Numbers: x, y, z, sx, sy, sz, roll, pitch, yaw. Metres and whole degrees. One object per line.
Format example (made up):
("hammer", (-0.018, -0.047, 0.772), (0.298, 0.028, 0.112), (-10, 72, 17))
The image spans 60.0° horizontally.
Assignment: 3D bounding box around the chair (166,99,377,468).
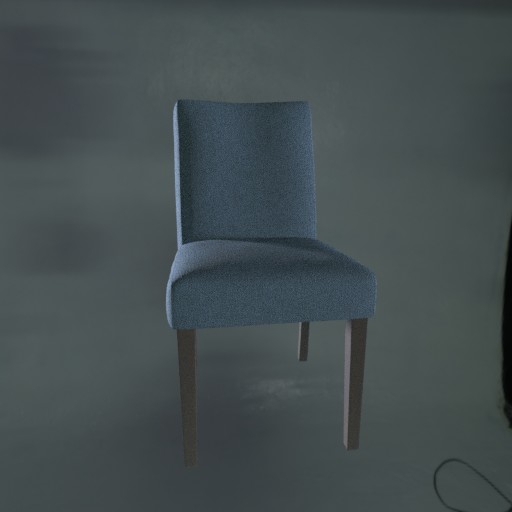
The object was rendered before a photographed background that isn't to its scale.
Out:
("chair", (0.000, 0.000, 1.270), (0.487, 0.882, 0.629), (-2, 15, -8))
